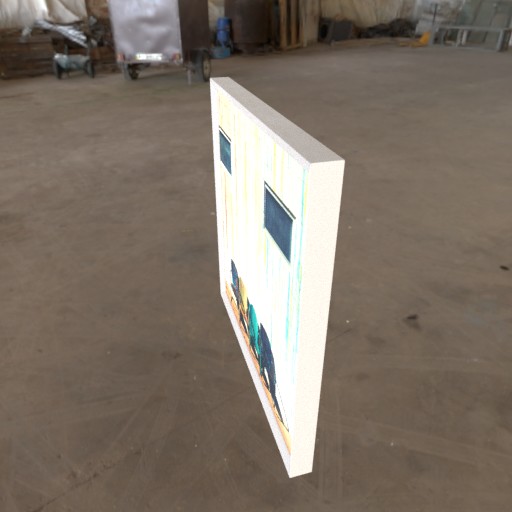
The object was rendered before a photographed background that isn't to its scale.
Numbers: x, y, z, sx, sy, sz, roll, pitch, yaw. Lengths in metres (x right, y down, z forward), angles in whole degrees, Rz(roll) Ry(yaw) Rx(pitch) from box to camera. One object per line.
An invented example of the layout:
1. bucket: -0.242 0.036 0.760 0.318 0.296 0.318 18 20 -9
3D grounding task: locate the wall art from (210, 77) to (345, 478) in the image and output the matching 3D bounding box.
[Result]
1. wall art: 0.000 0.000 0.773 0.037 0.508 0.508 -8 32 -14
